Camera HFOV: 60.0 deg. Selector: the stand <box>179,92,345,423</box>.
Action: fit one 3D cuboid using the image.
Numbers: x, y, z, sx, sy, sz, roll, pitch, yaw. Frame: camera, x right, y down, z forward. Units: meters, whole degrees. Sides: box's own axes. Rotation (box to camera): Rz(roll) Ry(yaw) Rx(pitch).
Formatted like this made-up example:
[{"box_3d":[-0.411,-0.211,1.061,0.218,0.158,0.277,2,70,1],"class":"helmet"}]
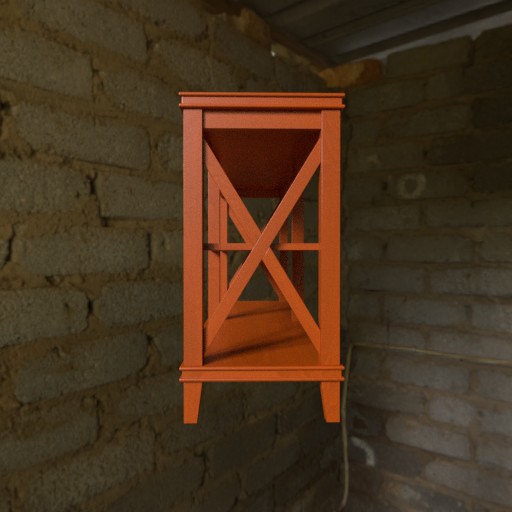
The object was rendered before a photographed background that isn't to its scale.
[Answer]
[{"box_3d":[0.000,0.000,1.701,0.381,0.762,1.372,0,1,-1],"class":"stand"}]
